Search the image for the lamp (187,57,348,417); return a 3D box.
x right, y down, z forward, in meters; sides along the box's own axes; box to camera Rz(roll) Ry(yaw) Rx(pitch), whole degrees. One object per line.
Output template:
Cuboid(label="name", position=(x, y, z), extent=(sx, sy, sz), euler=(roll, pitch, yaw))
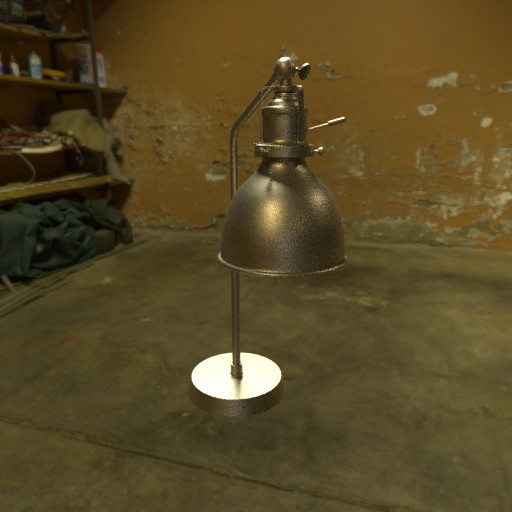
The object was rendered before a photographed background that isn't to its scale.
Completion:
Cuboid(label="lamp", position=(0.000, 0.000, 0.574), extent=(0.153, 0.456, 0.286), euler=(-8, 17, -26))
